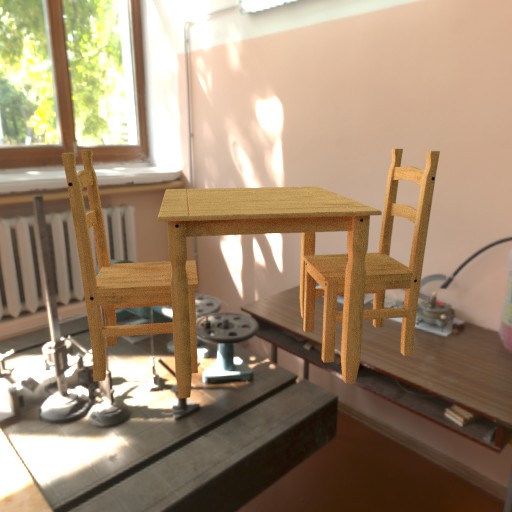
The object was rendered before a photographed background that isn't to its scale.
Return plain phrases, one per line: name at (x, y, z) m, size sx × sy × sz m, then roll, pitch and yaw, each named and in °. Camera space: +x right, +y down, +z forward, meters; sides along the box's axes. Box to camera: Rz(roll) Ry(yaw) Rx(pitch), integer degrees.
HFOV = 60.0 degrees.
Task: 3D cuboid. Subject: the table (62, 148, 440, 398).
table at (0.000, 0.000, 2.035) m, size 1.501 × 0.942 × 0.813 m, roll -2°, pitch 15°, yaw -9°
